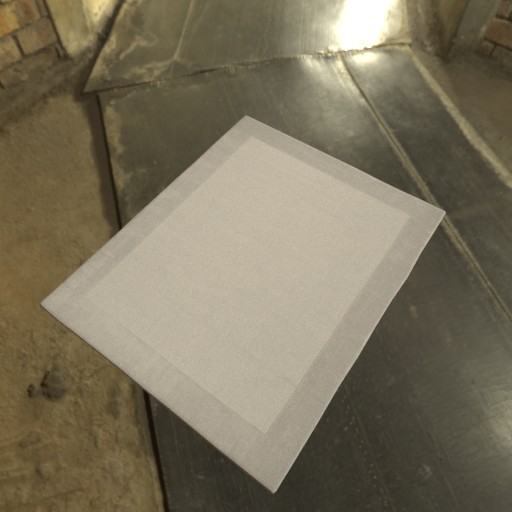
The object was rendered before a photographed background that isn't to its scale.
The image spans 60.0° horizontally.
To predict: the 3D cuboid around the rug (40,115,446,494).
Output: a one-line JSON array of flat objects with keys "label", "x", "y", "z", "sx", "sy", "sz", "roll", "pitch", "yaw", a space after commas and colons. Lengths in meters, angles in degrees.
[{"label": "rug", "x": 0.000, "y": 0.000, "z": 4.025, "sx": 2.430, "sy": 0.018, "sz": 2.976, "roll": 31, "pitch": 62, "yaw": 18}]
